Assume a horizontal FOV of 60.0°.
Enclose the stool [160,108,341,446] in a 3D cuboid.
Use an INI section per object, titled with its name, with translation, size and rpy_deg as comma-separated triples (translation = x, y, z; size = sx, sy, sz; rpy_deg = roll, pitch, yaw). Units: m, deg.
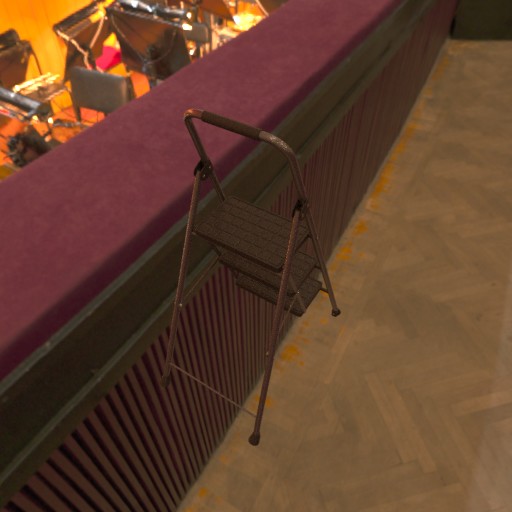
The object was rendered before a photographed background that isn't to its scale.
[stool]
translation = 0.000, 0.000, 1.515
size = 0.473, 1.121, 0.733
rpy_deg = 25, 51, 22
